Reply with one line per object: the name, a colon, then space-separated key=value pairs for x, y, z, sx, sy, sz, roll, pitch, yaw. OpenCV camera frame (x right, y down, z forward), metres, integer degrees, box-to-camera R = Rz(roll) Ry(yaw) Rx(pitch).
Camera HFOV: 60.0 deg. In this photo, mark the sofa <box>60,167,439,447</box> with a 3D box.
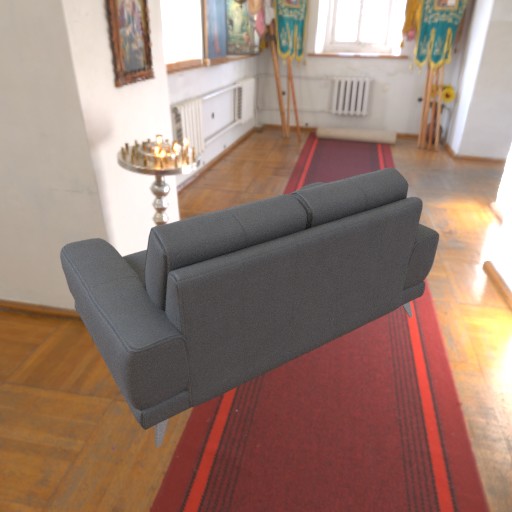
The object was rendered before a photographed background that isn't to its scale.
sofa: x=0.000 y=0.000 z=2.382 sx=1.806 sy=0.907 sz=1.018 roll=-18 pitch=34 yaw=-29
